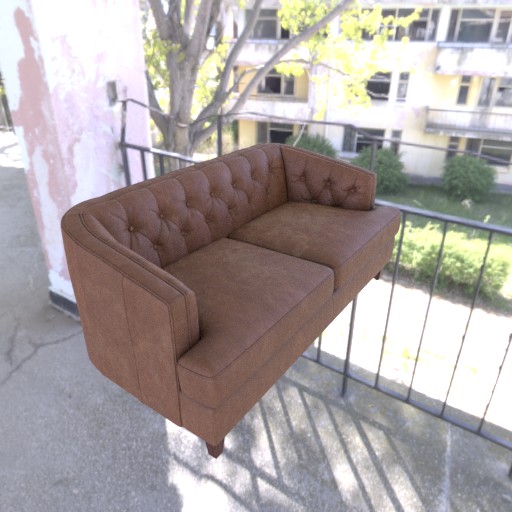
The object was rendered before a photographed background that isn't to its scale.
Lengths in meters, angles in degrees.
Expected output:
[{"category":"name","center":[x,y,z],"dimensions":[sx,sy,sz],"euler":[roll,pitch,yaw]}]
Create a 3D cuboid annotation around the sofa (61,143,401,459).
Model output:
[{"category":"sofa","center":[0.000,0.000,2.253],"dimensions":[0.914,0.786,1.755],"euler":[18,32,31]}]
